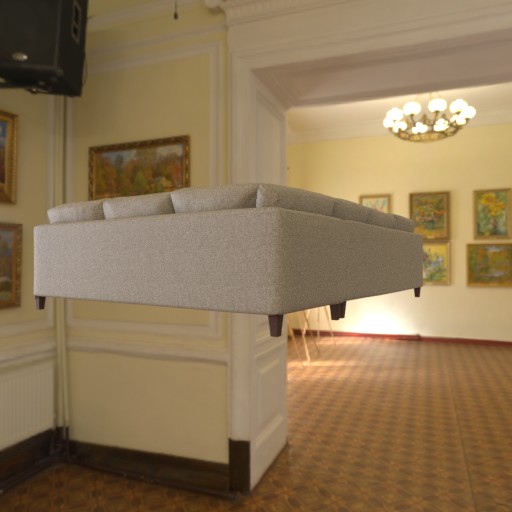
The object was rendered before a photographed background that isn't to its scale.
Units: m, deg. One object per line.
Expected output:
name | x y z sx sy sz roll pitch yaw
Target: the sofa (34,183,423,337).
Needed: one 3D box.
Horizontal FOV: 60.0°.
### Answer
sofa | 0.000 0.000 4.540 2.593 0.947 3.302 0 -1 34
